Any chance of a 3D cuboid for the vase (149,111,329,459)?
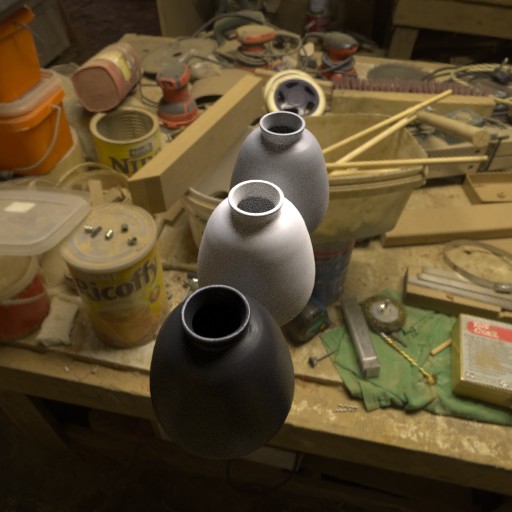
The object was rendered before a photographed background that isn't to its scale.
[{"bbox_3d":[0.000,0.000,0.354,0.097,0.122,0.297,10,48,9],"label":"vase"}]
